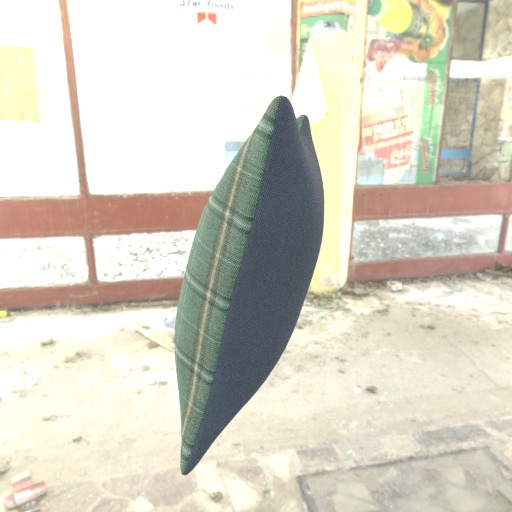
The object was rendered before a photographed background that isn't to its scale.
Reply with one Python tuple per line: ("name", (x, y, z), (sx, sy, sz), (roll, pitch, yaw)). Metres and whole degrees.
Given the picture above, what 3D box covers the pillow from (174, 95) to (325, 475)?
("pillow", (0.000, 0.000, 0.676), (0.200, 0.430, 0.453), (2, 16, 8))
